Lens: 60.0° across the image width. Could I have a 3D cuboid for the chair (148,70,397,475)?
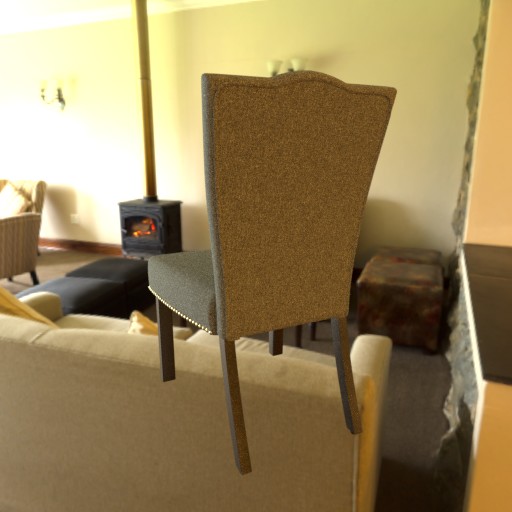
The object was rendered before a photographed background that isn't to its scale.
[{"bbox_3d":[0.000,0.000,1.301,0.518,0.946,0.589,-7,16,-26],"label":"chair"}]
